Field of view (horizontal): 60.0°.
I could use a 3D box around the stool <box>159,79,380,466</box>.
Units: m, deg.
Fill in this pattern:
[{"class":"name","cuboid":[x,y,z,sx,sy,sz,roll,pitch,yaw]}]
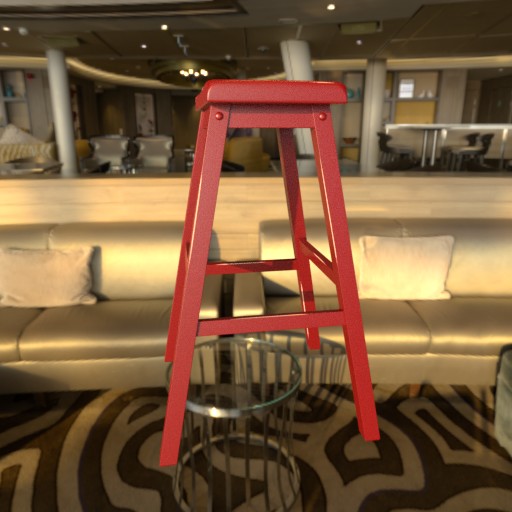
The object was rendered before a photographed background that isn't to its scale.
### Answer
[{"class":"stool","cuboid":[0.000,0.000,1.051,0.476,0.737,0.457,-3,16,-9]}]
